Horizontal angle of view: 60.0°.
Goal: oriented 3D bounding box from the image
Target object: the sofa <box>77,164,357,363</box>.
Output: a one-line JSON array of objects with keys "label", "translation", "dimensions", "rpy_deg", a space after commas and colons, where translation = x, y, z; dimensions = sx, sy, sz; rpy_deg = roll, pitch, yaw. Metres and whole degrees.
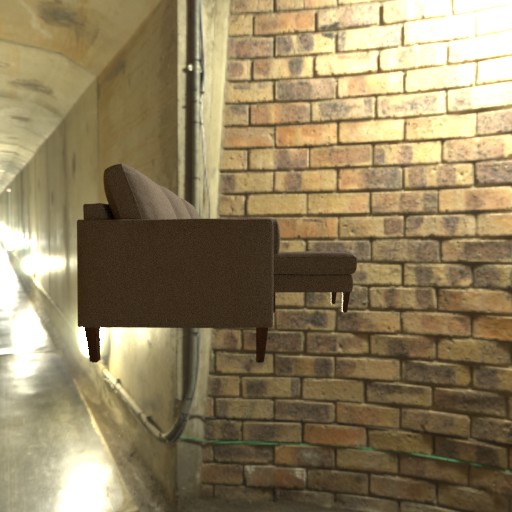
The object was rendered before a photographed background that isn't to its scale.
[{"label": "sofa", "translation": [0.000, 0.000, 2.932], "dimensions": [1.506, 0.875, 2.178], "rpy_deg": [0, 1, 0]}]
